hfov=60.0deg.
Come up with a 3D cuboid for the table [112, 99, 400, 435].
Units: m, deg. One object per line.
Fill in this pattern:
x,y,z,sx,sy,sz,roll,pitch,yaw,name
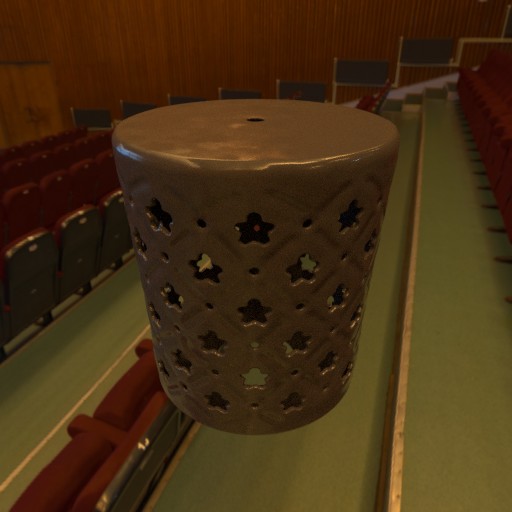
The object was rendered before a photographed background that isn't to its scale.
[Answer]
0.000,0.000,0.643,0.352,0.387,0.352,0,29,0,table
